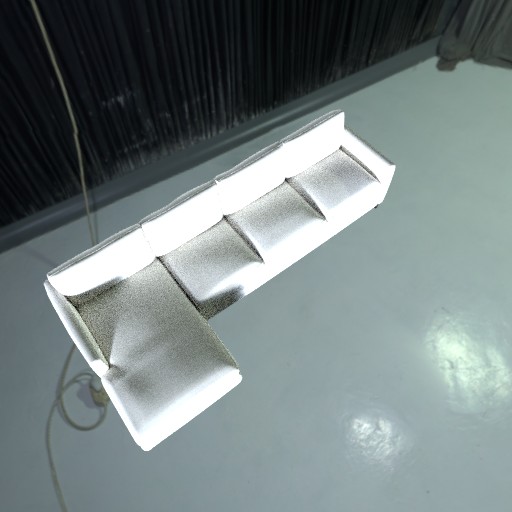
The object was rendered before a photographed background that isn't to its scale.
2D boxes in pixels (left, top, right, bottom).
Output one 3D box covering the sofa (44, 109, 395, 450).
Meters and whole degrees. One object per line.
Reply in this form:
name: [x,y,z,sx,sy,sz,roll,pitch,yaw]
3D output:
sofa: [0.000,0.000,3.856,3.186,0.875,1.467,-33,64,-19]
